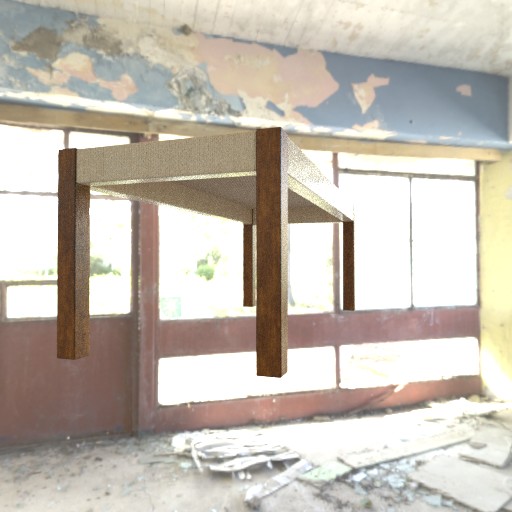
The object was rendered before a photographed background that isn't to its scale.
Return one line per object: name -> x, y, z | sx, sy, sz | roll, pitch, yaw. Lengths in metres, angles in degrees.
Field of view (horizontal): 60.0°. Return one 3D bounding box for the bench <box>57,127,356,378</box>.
bench -> 0.000, 0.000, 1.451 | 0.507, 0.457, 1.198 | 0, -1, 19
